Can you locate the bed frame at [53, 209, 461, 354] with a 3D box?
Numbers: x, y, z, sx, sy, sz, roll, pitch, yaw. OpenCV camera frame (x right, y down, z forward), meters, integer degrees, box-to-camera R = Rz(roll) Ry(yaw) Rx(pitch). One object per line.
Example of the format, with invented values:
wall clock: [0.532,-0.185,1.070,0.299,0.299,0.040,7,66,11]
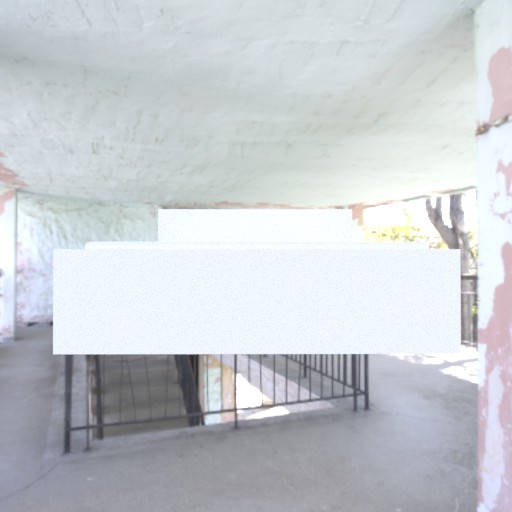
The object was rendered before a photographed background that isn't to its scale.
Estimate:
bed frame: [0.000,0.000,2.745,1.622,0.800,1.960,0,-1,0]
